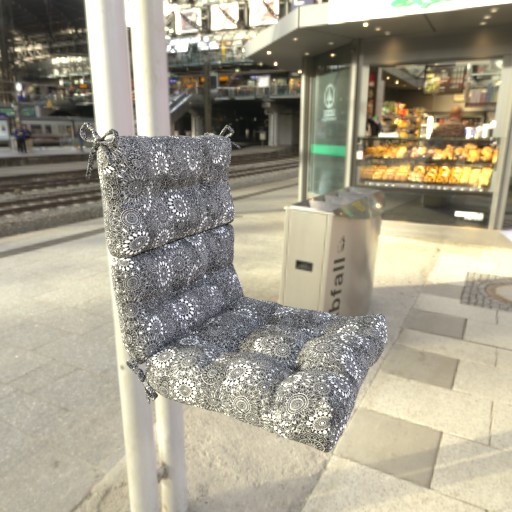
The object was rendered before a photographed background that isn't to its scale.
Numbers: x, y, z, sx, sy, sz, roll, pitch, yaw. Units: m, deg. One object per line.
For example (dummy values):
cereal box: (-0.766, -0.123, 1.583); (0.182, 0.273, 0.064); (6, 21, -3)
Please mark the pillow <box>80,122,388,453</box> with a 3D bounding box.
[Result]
pillow: (0.000, 0.000, 1.049); (0.571, 0.605, 0.519); (8, 17, 26)
